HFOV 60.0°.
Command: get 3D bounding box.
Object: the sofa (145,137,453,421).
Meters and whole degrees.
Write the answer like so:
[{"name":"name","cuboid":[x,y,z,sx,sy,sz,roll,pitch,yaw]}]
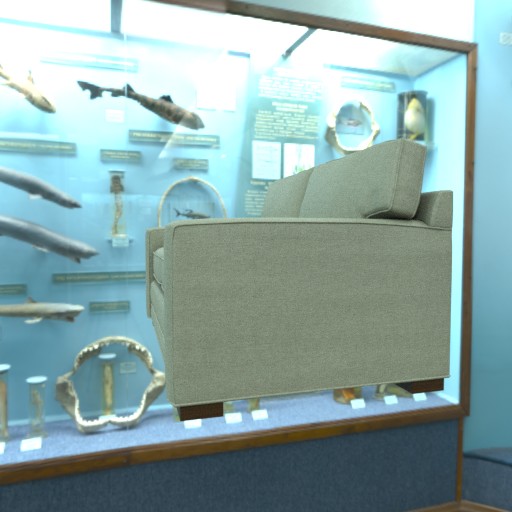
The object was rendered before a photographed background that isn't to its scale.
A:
[{"name":"sofa","cuboid":[0.000,0.000,2.047,0.940,0.853,1.484,-1,3,-16]}]
